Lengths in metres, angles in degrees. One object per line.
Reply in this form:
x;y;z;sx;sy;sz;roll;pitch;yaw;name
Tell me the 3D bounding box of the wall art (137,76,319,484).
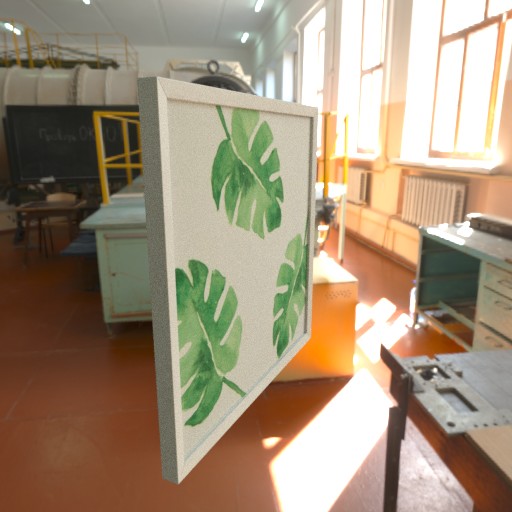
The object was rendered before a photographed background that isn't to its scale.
0.000;0.000;1.124;0.040;0.762;0.762;7;16;26;wall art
